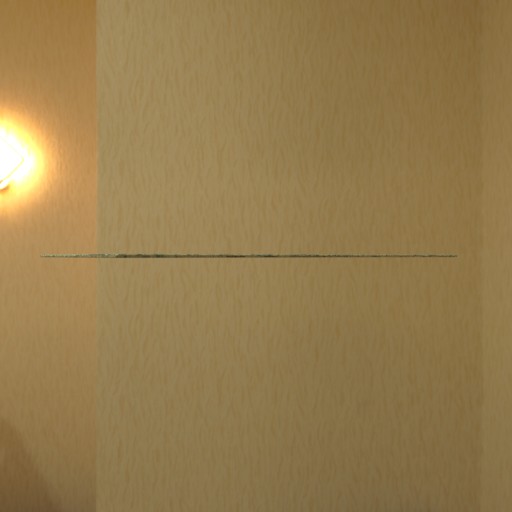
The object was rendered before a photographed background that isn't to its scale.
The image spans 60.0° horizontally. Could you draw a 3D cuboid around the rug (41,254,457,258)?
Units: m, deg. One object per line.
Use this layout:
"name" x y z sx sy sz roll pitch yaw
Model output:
"rug" 0.000 0.000 3.044 2.439 0.015 1.524 0 0 -36
